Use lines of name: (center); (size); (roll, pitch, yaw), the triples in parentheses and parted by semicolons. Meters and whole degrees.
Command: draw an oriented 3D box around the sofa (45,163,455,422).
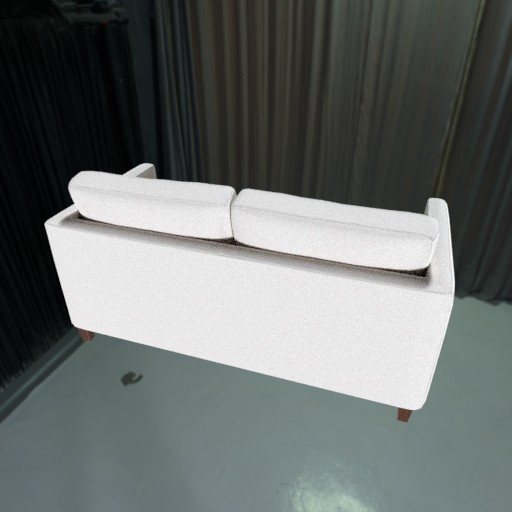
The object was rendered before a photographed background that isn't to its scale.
sofa: (0.000, 0.000, 2.194); (1.722, 0.888, 0.873); (10, 32, 16)
